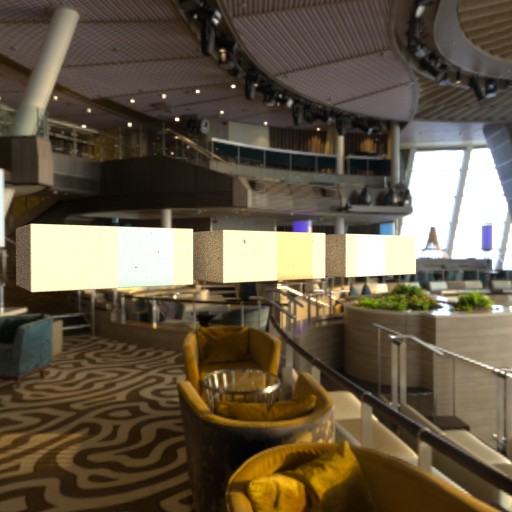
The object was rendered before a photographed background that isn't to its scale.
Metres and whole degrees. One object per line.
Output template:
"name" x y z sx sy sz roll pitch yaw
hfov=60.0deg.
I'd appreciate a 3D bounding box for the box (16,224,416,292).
"box" 0.000 0.000 0.491 0.461 0.051 0.082 0 1 -35
